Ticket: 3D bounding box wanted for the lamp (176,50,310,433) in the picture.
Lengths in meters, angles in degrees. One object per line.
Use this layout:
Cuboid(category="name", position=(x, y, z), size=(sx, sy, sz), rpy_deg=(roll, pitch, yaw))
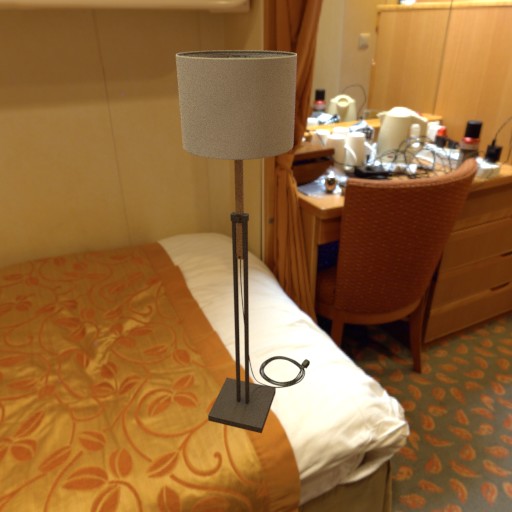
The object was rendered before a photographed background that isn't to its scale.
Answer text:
Cuboid(category="lamp", position=(0.000, 0.000, 1.971), size=(0.474, 1.650, 0.639), rpy_deg=(8, 29, 14))
